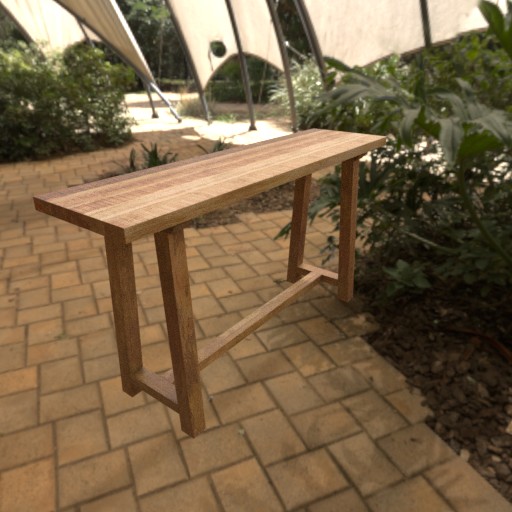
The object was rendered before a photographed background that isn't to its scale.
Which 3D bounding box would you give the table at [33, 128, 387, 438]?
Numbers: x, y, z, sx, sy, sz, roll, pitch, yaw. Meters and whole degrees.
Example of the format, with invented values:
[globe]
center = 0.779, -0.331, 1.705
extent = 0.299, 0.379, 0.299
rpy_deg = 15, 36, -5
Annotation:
[table]
center = 0.000, 0.000, 1.845
extent = 0.405, 0.810, 1.524
rpy_deg = 18, 30, 34
